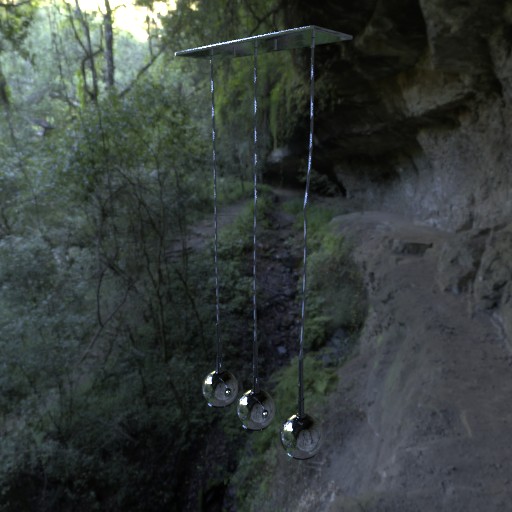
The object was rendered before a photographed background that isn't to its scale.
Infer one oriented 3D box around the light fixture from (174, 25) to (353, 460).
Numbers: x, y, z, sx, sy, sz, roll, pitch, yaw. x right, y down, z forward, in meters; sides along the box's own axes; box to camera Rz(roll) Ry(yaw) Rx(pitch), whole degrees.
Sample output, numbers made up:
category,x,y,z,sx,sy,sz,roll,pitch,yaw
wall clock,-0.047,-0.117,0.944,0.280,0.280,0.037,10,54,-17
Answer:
category,x,y,z,sx,sy,sz,roll,pitch,yaw
light fixture,0.000,0.000,1.614,0.623,1.408,0.188,15,21,42
